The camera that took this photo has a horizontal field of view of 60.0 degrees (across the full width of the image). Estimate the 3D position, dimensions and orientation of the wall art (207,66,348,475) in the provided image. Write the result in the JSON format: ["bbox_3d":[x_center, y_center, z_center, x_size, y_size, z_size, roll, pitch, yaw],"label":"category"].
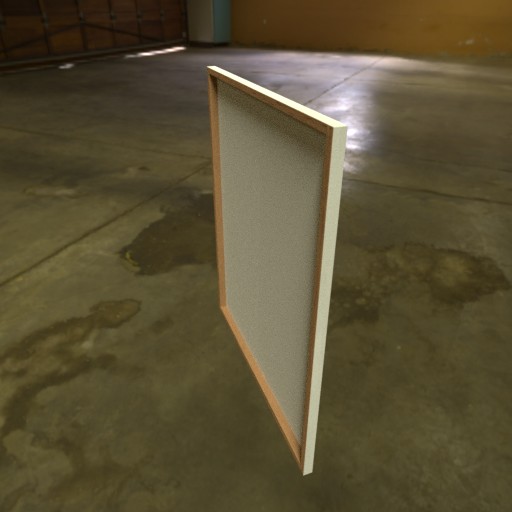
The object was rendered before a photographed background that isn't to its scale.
[{"bbox_3d":[0.000,0.000,0.984,0.021,0.710,0.609,-11,32,-18],"label":"wall art"}]
